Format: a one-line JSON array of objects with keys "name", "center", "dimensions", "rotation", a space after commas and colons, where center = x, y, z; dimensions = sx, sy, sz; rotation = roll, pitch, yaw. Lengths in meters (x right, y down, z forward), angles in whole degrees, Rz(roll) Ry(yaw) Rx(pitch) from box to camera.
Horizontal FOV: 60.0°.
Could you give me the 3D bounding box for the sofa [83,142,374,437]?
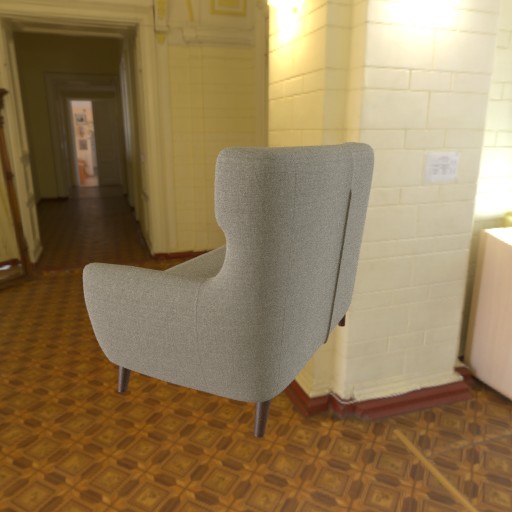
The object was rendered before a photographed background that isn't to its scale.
[{"name": "sofa", "center": [0.000, 0.000, 2.085], "dimensions": [0.884, 1.028, 1.386], "rotation": [7, 17, 26]}]
